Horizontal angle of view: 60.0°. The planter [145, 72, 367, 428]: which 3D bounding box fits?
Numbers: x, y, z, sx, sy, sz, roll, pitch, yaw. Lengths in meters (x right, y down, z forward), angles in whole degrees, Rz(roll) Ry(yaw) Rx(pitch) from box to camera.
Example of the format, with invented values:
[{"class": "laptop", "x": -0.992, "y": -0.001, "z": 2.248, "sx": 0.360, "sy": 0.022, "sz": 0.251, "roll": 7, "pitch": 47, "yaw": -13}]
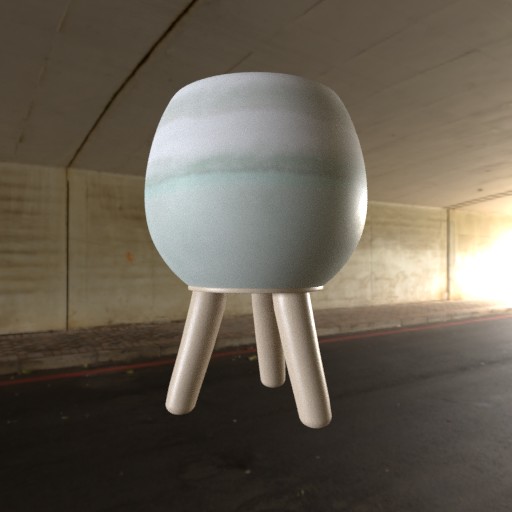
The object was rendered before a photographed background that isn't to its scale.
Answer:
[{"class": "planter", "x": 0.000, "y": 0.000, "z": 0.330, "sx": 0.161, "sy": 0.224, "sz": 0.161, "roll": 0, "pitch": -1, "yaw": 0}]
